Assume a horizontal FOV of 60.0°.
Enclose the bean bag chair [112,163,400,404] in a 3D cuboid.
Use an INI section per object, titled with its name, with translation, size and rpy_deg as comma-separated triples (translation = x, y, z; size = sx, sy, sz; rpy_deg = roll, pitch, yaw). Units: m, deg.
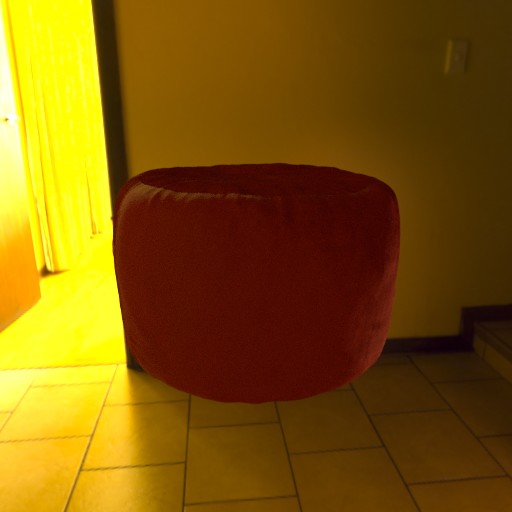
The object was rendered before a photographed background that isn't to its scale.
[bean bag chair]
translation = 0.000, 0.000, 1.981
size = 1.219, 0.762, 1.219
rpy_deg = 0, 17, 0
